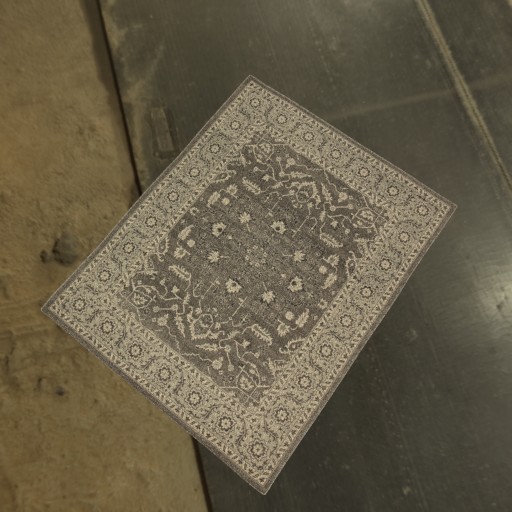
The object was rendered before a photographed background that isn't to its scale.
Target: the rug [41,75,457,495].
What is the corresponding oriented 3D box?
[{"bbox_3d":[0.000,0.000,4.026,2.451,0.026,3.069,36,77,10],"label":"rug"}]
